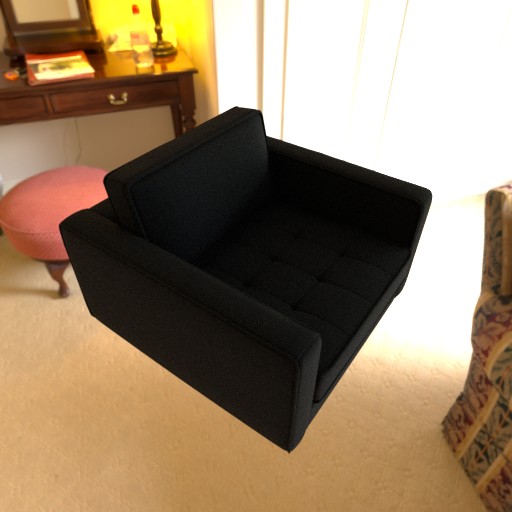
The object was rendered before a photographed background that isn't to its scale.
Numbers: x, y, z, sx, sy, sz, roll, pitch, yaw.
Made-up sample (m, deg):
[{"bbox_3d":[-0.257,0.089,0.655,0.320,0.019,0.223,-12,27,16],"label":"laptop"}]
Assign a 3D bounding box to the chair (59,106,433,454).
[{"bbox_3d":[0.000,0.000,1.580,0.920,0.770,0.899,26,47,26],"label":"chair"}]
